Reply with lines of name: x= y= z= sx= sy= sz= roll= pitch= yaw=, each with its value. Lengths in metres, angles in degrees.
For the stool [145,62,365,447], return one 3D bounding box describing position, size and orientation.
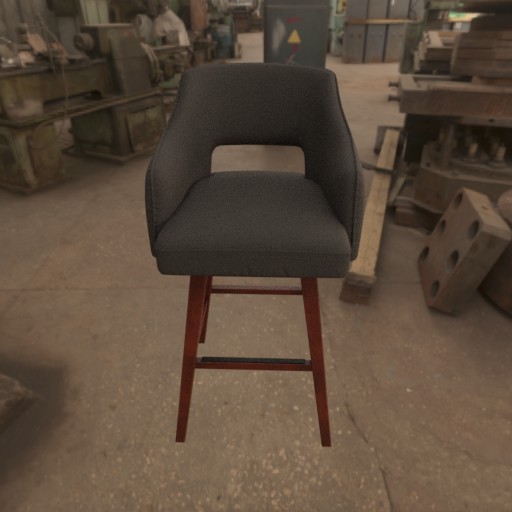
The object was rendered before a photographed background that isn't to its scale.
stool: x=0.000 y=0.000 z=1.330 sx=0.548 sy=1.012 sz=0.558 roll=1 pitch=30 yaw=2
